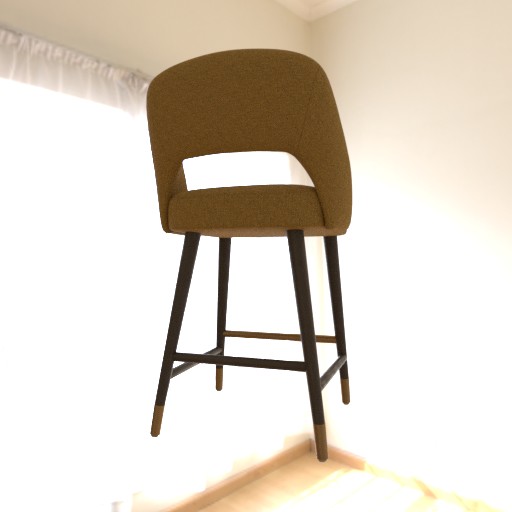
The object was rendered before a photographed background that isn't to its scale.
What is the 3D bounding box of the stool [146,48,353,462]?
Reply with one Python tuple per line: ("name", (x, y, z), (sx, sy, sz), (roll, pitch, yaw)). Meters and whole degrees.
("stool", (0.000, 0.000, 1.246), (0.536, 0.939, 0.522), (0, 0, 19))
